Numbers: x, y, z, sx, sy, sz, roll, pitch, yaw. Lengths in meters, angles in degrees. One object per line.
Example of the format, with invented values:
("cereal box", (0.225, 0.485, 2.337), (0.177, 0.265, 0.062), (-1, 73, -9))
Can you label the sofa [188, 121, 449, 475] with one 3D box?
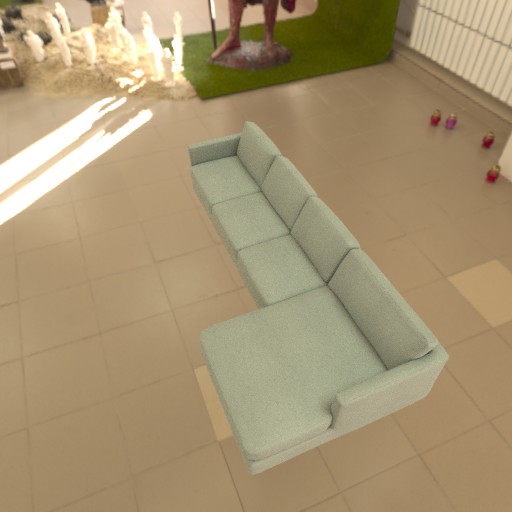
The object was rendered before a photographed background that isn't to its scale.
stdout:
("sofa", (0.000, 0.000, 4.238), (1.604, 0.950, 3.471), (-17, 49, -16))
